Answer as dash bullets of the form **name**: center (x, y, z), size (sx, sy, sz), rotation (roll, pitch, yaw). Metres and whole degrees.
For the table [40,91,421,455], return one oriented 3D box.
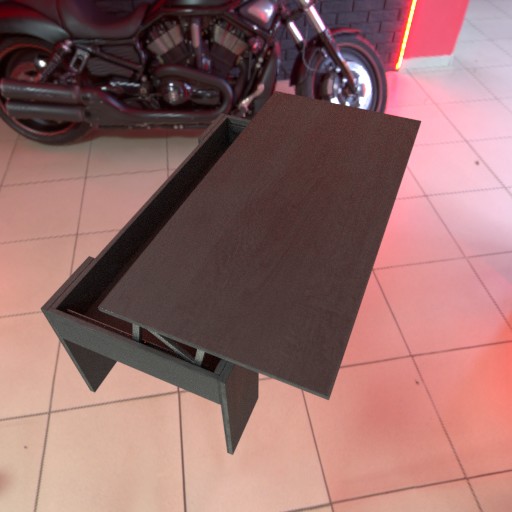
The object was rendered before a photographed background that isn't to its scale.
- **table**: center (0.000, 0.000, 1.396), size (0.711, 0.570, 1.000), rotation (18, 50, 15)
